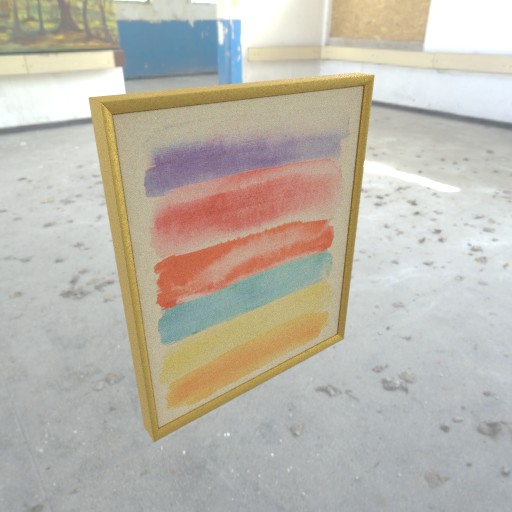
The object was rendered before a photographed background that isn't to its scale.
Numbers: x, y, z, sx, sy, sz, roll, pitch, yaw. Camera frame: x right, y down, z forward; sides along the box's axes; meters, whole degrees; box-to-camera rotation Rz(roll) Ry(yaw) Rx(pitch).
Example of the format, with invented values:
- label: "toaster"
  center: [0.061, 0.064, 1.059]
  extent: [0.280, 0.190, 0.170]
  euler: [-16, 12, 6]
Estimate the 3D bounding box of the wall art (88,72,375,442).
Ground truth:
- label: "wall art"
  center: [0.000, 0.000, 0.881]
  extent: [0.537, 0.642, 0.048]
  euler: [-19, 34, -32]
